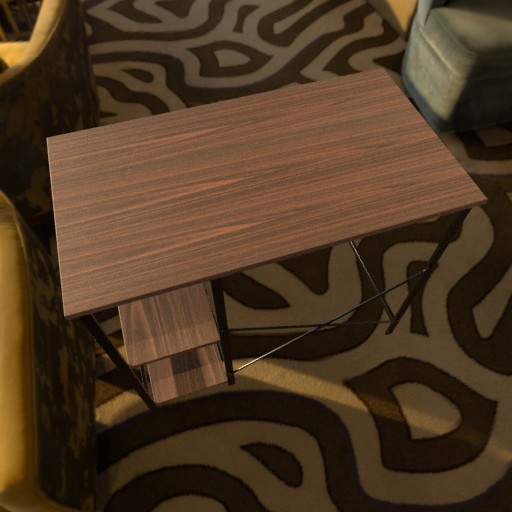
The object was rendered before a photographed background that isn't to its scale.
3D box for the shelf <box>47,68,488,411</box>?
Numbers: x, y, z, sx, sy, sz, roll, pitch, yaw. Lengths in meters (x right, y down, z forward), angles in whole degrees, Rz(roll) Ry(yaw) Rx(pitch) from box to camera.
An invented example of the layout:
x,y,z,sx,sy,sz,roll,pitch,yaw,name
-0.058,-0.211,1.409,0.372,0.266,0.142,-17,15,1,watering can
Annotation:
x,y,z,sx,sy,sz,roll,pitch,yaw,name
0.000,0.000,1.332,0.902,0.750,0.498,-15,58,-10,shelf
